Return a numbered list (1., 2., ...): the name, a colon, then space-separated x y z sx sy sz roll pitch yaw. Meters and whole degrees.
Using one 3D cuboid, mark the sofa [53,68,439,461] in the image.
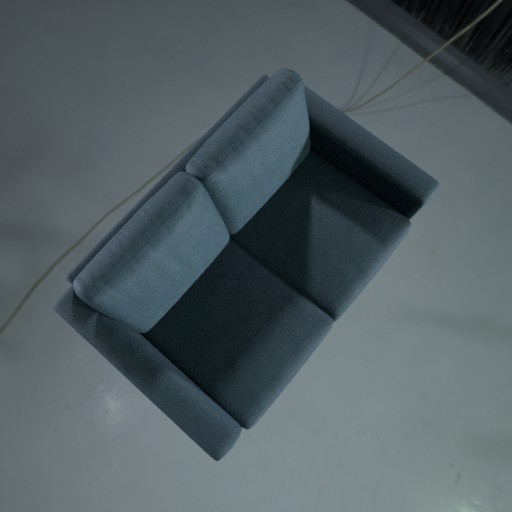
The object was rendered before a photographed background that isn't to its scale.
1. sofa: 0.000 0.000 2.050 0.955 0.903 1.489 39 78 10
